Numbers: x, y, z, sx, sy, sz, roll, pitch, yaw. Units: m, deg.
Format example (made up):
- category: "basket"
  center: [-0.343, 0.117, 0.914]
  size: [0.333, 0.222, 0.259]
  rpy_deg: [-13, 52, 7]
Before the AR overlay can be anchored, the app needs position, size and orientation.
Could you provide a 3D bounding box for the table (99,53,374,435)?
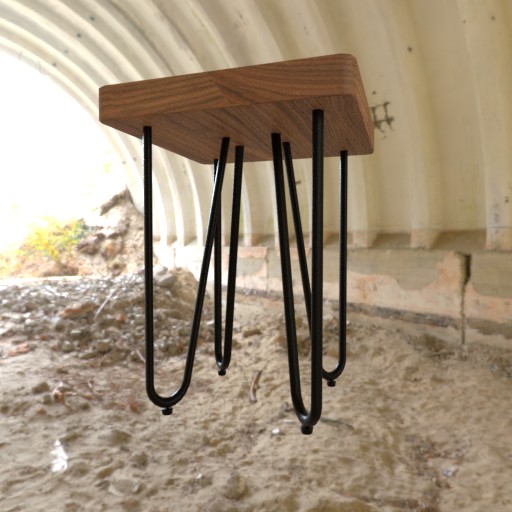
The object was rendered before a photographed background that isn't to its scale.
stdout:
- category: "table"
  center: [0.000, 0.000, 0.987]
  size: [0.479, 0.641, 0.480]
  rpy_deg: [0, 1, 18]
